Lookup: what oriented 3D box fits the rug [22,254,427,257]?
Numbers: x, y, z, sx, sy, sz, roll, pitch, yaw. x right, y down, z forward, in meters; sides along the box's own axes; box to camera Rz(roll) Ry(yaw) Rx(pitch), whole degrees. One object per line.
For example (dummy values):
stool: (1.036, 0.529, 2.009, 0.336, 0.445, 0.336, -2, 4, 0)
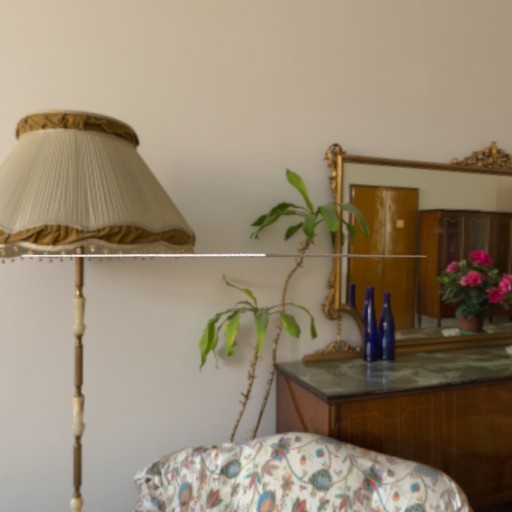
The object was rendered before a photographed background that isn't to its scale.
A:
rug: (0.000, 0.000, 4.383, 2.448, 0.020, 3.359, 0, 0, 35)
